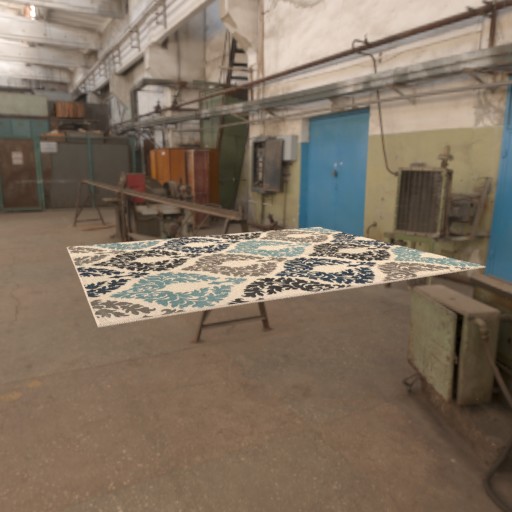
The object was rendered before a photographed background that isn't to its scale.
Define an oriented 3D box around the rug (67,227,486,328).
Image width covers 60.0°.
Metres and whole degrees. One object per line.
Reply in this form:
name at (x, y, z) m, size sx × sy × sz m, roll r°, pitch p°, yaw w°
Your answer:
rug at (0.000, 0.000, 4.043) m, size 3.040 × 0.014 × 2.423 m, roll -6°, pitch 14°, yaw -26°
